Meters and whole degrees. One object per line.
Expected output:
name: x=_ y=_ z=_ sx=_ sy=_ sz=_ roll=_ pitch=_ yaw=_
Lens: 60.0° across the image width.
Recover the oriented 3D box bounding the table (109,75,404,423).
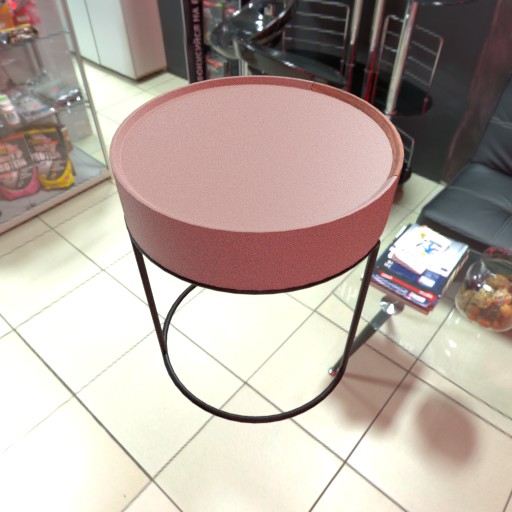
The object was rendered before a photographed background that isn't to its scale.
table: x=0.000 y=0.000 z=0.878 sx=0.450 sy=0.530 sz=0.450 roll=0 pitch=45 yaw=0
